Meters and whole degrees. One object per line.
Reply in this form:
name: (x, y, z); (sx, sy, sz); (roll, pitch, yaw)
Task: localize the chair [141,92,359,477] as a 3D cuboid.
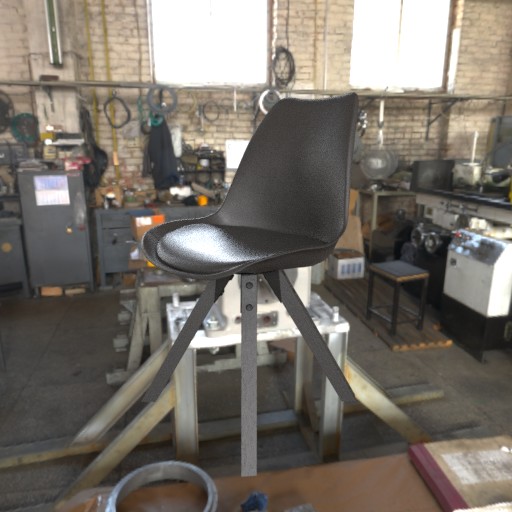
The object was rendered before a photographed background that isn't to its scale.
chair: (0.000, 0.000, 1.190); (0.485, 0.850, 0.550); (14, 20, 43)
